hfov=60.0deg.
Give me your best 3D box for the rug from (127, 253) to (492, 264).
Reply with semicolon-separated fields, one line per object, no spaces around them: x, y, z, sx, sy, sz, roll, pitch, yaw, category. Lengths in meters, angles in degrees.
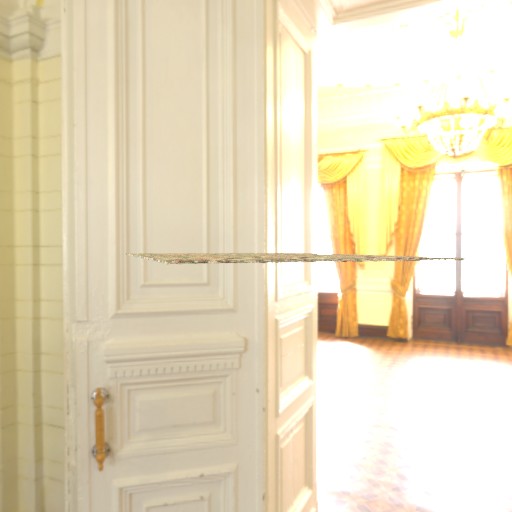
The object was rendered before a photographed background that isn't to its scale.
0.000;0.000;2.292;1.219;0.010;1.829;0;1;-20;rug
